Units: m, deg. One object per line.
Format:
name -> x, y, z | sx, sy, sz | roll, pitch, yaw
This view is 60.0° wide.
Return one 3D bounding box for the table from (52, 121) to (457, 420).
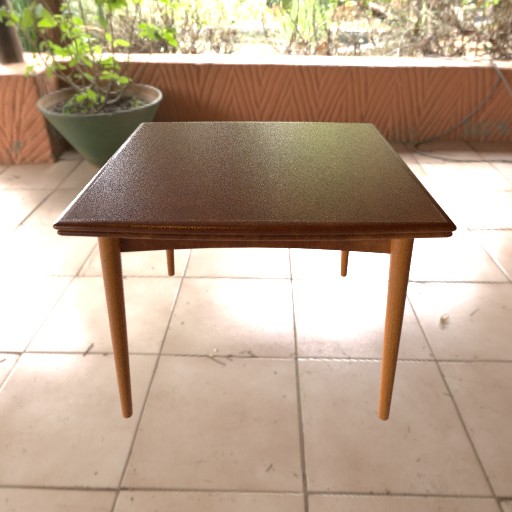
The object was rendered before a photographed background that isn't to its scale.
table -> 0.000, 0.000, 1.672 | 0.991, 0.754, 0.991 | 0, 31, 1
